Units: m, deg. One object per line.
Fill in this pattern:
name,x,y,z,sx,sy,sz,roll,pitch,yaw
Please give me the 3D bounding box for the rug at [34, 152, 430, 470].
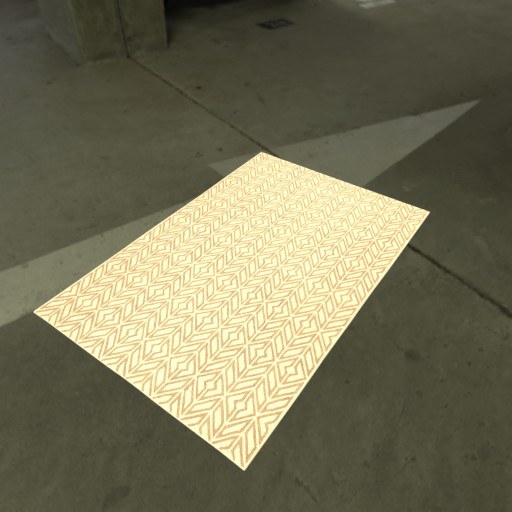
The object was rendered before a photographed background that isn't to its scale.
rug,0.000,0.000,2.333,1.220,0.007,1.828,26,48,26
